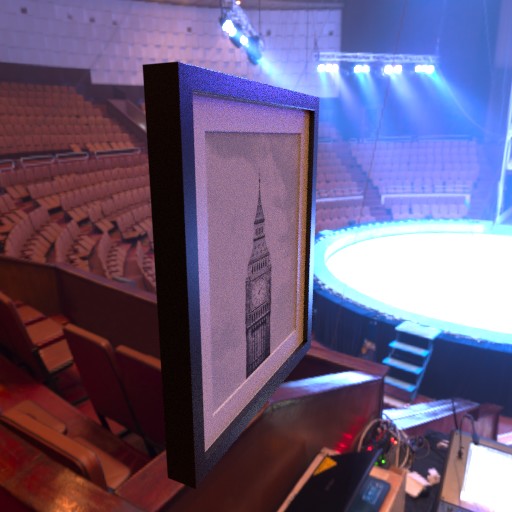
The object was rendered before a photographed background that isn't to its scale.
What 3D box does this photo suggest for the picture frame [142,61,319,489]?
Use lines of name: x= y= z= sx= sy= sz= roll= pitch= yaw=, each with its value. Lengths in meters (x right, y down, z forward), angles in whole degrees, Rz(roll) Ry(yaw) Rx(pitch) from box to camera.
picture frame: x=0.000 y=0.000 z=0.524 sx=0.034 sy=0.378 sz=0.328 roll=7 pitch=16 yaw=25
